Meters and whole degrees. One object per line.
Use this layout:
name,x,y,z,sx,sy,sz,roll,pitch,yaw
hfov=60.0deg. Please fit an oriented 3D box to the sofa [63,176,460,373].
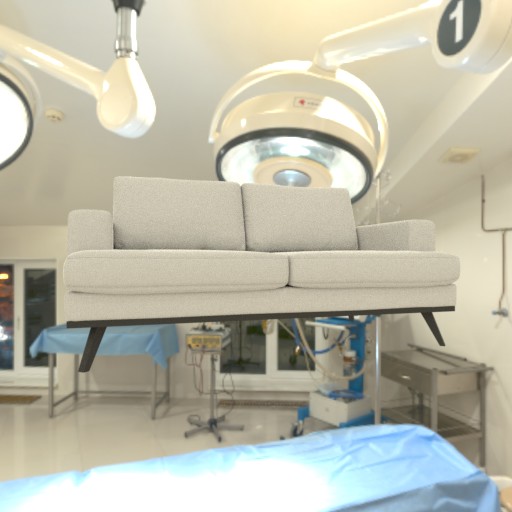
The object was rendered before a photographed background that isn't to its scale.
sofa,0.000,0.000,2.159,1.650,0.810,0.920,0,0,-18
